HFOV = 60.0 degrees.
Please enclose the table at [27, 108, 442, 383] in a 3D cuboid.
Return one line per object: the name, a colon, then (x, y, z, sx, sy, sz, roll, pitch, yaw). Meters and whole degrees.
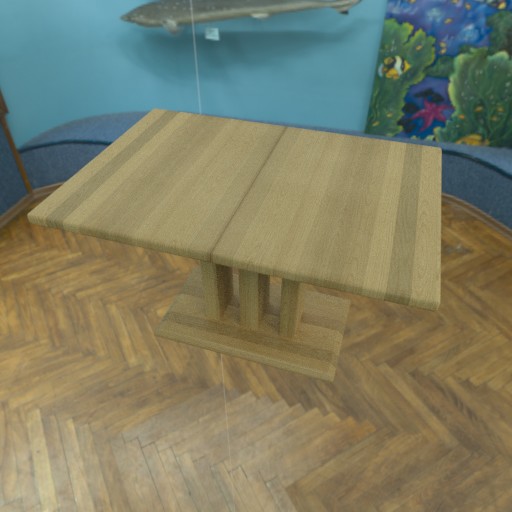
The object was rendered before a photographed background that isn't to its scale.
table: (0.000, 0.000, 1.879, 1.300, 0.770, 0.900, 12, 43, 13)
